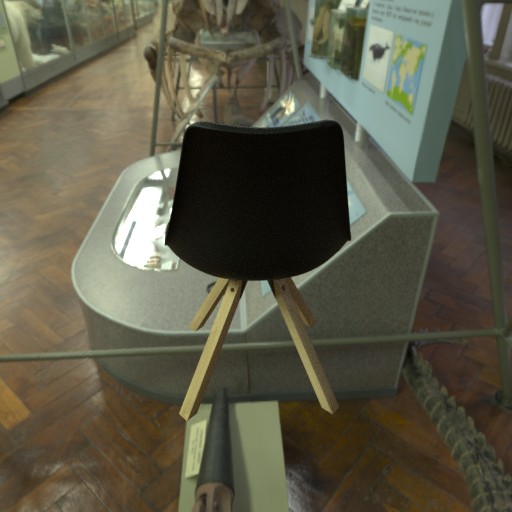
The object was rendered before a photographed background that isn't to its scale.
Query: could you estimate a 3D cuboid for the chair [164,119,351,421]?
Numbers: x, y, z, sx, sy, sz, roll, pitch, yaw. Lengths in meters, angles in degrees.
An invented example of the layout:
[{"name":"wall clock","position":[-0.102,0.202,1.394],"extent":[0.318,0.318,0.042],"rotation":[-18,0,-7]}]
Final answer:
[{"name":"chair","position":[0.000,0.000,1.203],"extent":[0.485,0.850,0.549],"rotation":[-2,31,-3]}]
